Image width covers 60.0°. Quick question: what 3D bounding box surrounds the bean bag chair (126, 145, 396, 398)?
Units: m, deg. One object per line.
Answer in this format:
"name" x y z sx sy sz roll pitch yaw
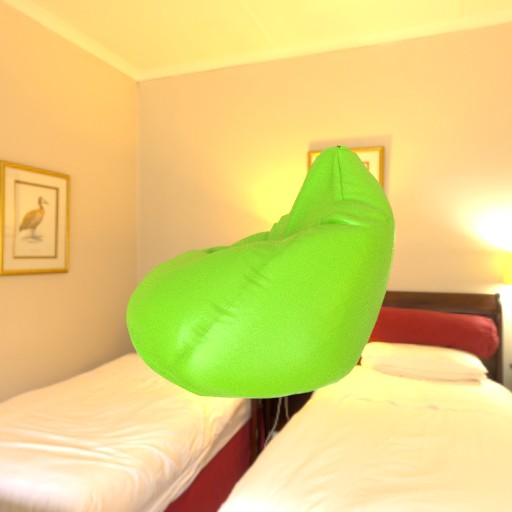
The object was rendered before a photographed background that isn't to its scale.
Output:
"bean bag chair" 0.000 0.000 1.900 1.070 0.990 1.070 0 0 -18
